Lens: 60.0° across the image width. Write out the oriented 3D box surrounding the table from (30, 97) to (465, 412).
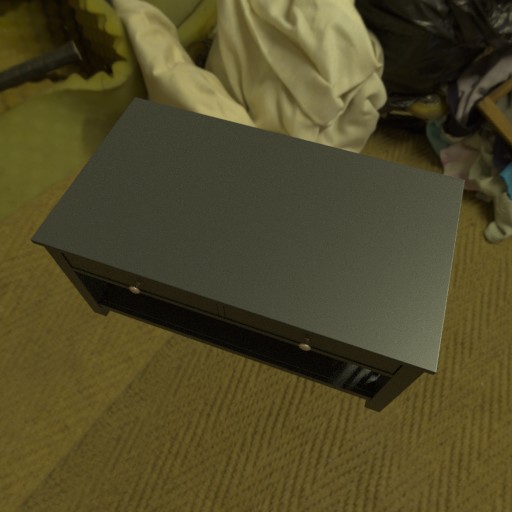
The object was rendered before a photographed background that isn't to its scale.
[{"bbox_3d":[0.000,0.000,1.440,1.068,0.493,0.612,17,60,10],"label":"table"}]
